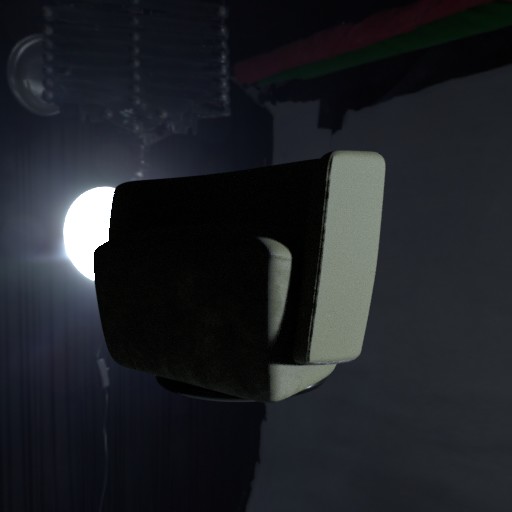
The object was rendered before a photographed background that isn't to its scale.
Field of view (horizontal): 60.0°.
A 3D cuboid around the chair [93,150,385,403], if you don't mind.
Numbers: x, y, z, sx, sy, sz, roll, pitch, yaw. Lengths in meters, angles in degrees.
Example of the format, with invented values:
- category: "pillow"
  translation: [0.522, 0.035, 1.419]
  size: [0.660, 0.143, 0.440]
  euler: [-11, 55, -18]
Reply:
- category: "chair"
  translation: [0.000, 0.000, 1.365]
  size: [0.773, 0.698, 0.767]
  euler: [1, 1, 37]
